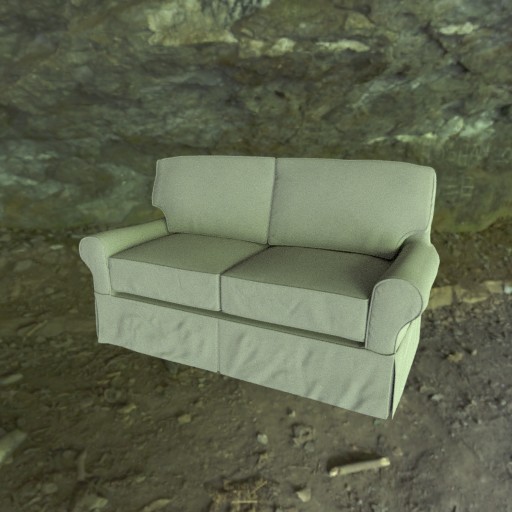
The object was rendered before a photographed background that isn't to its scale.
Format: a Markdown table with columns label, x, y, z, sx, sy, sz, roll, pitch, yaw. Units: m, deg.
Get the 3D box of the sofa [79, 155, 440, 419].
| label | x | y | z | sx | sy | sz | roll | pitch | yaw |
| --- | --- | --- | --- | --- | --- | --- | --- | --- | --- |
| sofa | 0.000 | 0.000 | 2.401 | 1.823 | 1.024 | 0.841 | 8 | 18 | 26 |
